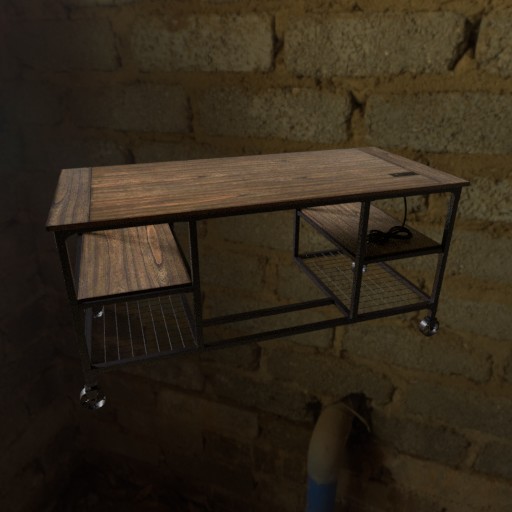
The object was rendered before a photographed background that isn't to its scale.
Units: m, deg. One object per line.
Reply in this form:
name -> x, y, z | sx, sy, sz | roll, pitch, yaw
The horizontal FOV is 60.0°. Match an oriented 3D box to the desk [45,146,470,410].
desk -> 0.000, 0.000, 2.010 | 1.590, 0.751, 0.711 | -8, 27, -16
